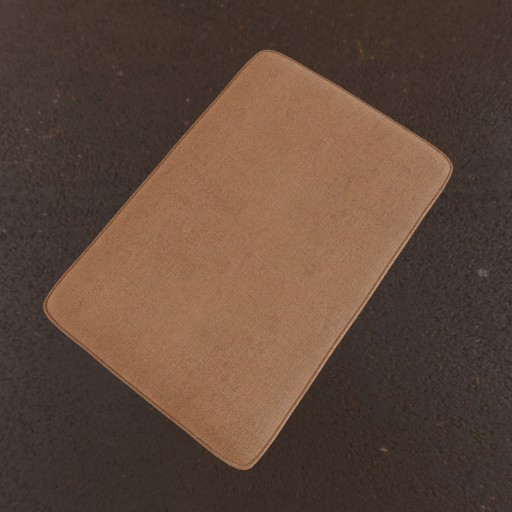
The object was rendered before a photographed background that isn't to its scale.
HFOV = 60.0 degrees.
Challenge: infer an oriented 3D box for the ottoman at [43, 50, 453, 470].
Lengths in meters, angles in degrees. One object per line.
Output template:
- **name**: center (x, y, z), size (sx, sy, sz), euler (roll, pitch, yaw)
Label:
- **ottoman**: center (0.000, 0.000, 1.197), size (0.583, 0.484, 0.862), euler (35, 78, 9)
